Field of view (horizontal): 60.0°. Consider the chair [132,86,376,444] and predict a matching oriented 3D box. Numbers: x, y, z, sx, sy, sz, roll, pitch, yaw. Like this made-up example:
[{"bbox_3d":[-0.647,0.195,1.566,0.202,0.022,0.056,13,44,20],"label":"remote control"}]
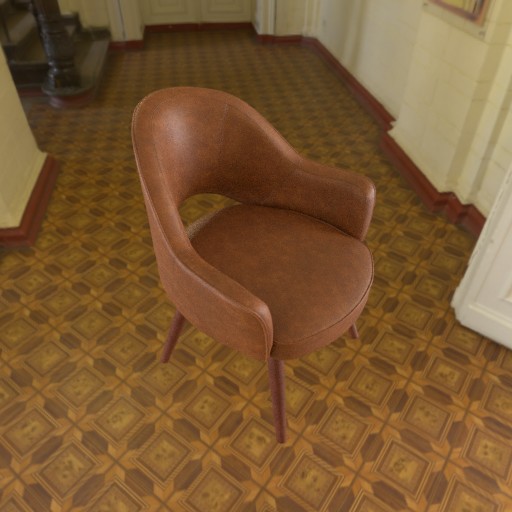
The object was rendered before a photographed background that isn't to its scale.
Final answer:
[{"bbox_3d":[0.000,0.000,1.233,0.640,0.777,0.591,25,47,26],"label":"chair"}]
